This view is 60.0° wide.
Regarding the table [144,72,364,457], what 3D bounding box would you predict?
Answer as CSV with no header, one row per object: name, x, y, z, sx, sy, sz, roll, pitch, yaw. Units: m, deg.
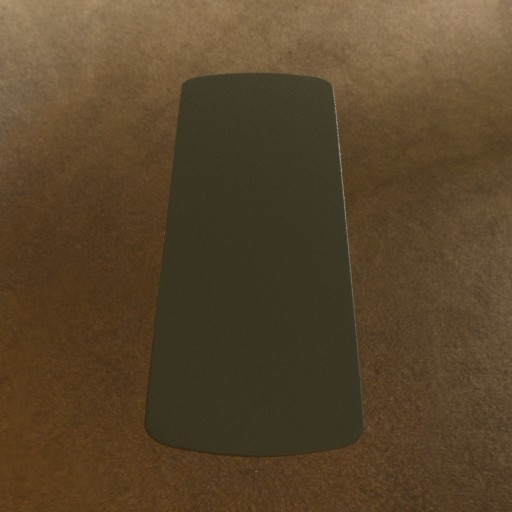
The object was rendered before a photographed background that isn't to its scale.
table,0.000,0.000,1.598,0.571,0.457,1.333,0,64,0
